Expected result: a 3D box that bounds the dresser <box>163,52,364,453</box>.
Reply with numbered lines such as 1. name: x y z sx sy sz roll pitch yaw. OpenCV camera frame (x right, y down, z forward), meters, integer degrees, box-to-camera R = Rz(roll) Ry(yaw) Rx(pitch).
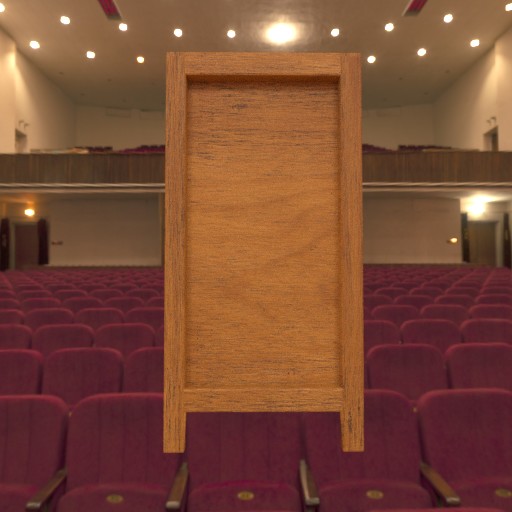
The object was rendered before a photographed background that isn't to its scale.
1. dresser: 0.000 0.000 1.290 0.427 0.804 0.804 0 -2 -1
